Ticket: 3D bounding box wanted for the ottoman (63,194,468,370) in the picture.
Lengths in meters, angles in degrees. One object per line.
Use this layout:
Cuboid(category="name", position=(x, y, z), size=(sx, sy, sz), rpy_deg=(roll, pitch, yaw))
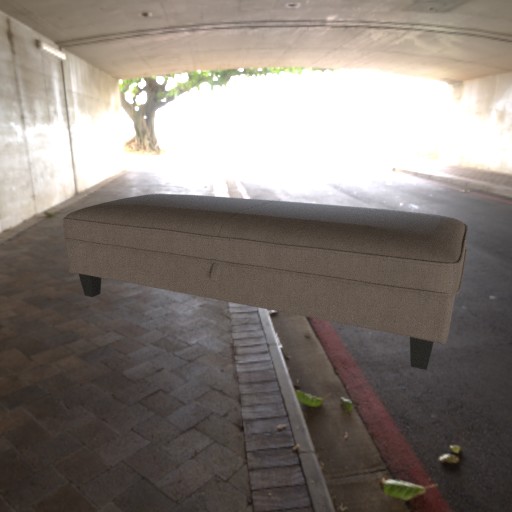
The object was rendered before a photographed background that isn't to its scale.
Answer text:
Cuboid(category="ottoman", position=(0.000, 0.000, 2.075), size=(1.764, 0.470, 0.751), rpy_deg=(8, 18, 25))
